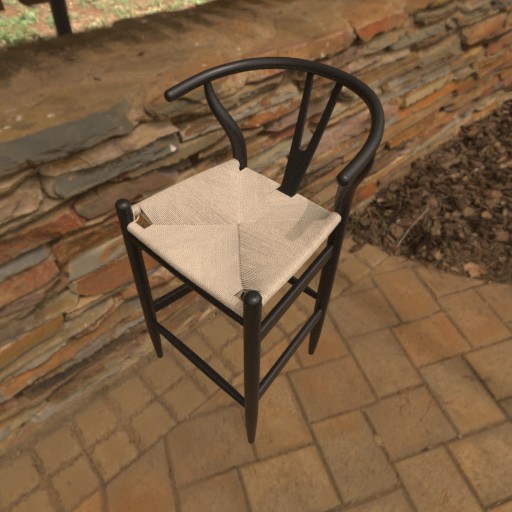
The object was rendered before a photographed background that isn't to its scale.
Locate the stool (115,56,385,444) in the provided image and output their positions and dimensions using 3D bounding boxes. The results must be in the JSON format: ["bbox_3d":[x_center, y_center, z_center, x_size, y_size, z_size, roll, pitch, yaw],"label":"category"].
[{"bbox_3d":[0.000,0.000,1.334,0.569,0.970,0.579,33,54,28],"label":"stool"}]
